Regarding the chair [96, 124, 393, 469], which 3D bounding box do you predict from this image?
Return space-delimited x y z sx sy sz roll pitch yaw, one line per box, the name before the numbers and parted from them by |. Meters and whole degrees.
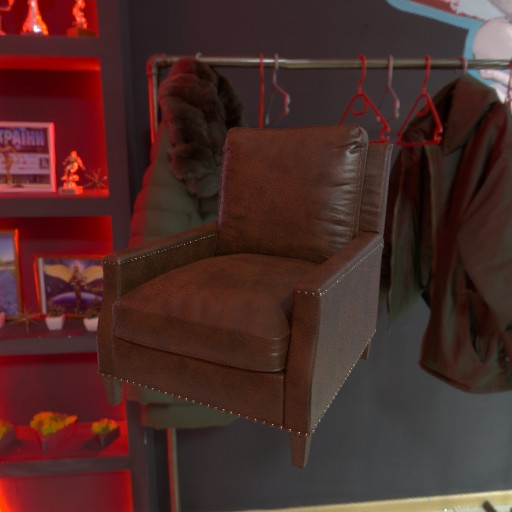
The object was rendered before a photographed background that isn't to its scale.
chair | 0.000 0.000 1.808 0.854 1.054 1.035 7 15 26
